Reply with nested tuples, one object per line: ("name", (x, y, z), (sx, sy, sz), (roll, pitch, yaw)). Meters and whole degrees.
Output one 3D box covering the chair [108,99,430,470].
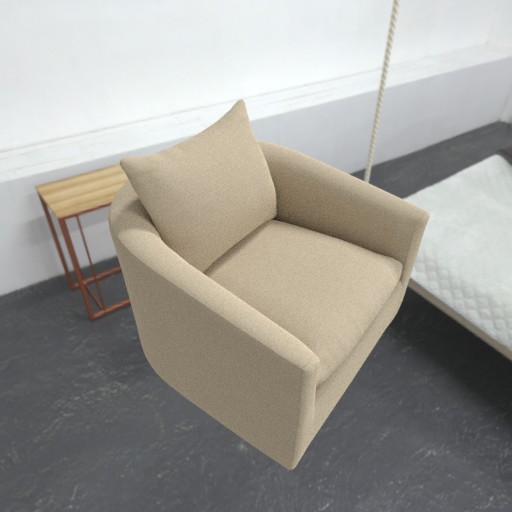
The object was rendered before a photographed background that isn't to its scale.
("chair", (0.000, 0.000, 1.580), (0.910, 0.848, 0.845), (25, 46, 27))
